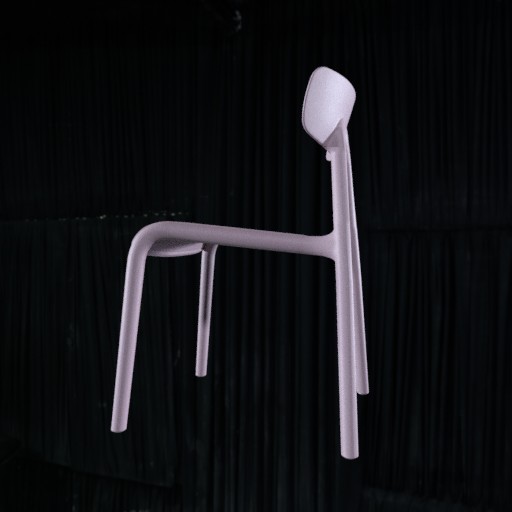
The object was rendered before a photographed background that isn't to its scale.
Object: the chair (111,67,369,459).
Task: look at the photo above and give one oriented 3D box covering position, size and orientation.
[{"bbox_3d":[0.000,0.000,0.838,0.401,0.580,0.356,0,1,17],"label":"chair"}]
